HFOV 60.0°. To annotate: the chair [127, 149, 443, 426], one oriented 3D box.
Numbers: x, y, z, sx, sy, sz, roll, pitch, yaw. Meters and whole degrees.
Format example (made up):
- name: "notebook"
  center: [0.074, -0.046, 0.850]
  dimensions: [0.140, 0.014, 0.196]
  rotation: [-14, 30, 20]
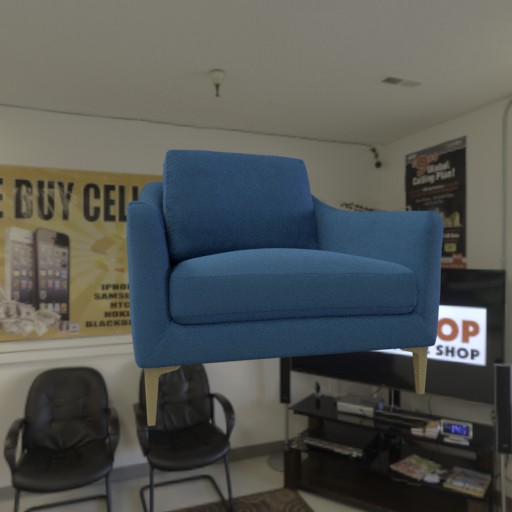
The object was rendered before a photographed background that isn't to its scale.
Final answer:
- name: "chair"
  center: [0.000, 0.000, 1.719]
  dimensions: [0.987, 0.899, 0.961]
  rotation: [0, 0, -18]
